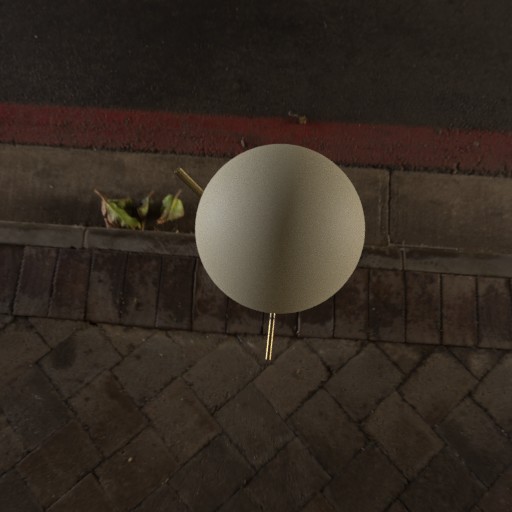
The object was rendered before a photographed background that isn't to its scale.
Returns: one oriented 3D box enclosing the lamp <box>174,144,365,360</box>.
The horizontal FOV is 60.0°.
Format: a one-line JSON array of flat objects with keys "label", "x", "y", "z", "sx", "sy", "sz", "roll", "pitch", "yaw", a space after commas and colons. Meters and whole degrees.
[{"label": "lamp", "x": 0.000, "y": 0.000, "z": 0.677, "sx": 0.251, "sy": 0.552, "sz": 0.210, "roll": 35, "pitch": 78, "yaw": 9}]
